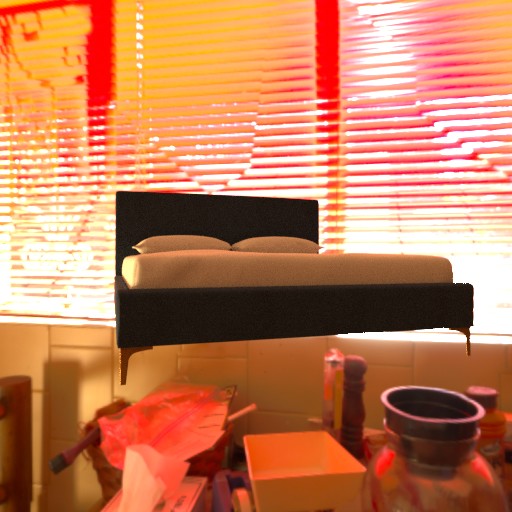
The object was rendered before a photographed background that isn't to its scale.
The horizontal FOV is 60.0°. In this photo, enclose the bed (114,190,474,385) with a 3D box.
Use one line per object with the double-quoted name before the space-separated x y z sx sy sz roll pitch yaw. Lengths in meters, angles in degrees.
"bed" 0.000 0.000 3.443 2.096 1.231 2.232 0 0 -18
